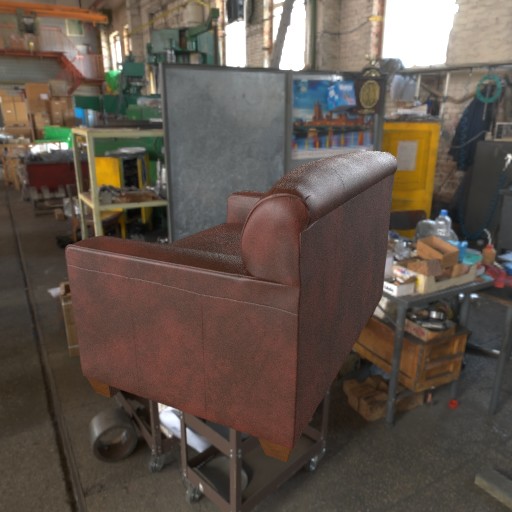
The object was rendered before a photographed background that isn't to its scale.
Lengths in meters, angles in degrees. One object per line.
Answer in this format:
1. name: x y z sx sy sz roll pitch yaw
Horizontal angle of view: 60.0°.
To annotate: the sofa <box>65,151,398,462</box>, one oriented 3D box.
1. sofa: 0.000 0.000 2.083 1.000 0.956 1.413 9 20 25
